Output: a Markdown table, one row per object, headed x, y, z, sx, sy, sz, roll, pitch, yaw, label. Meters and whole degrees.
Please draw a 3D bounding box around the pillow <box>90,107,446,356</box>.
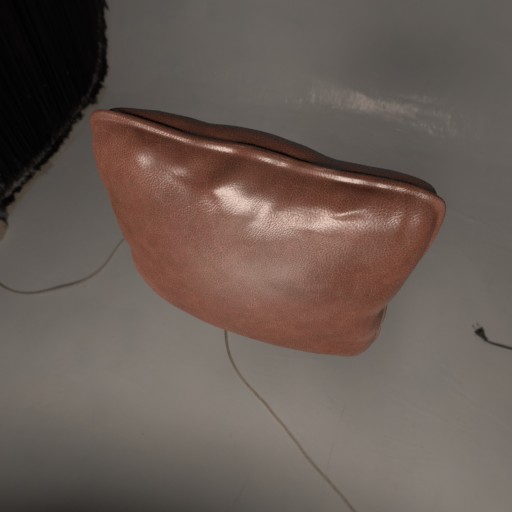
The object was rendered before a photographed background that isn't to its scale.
| x | y | z | sx | sy | sz | roll | pitch | yaw | label |
| --- | --- | --- | --- | --- | --- | --- | --- | --- | --- |
| 0.000 | 0.000 | 0.808 | 0.532 | 0.523 | 0.236 | 16 | 59 | 10 | pillow |
